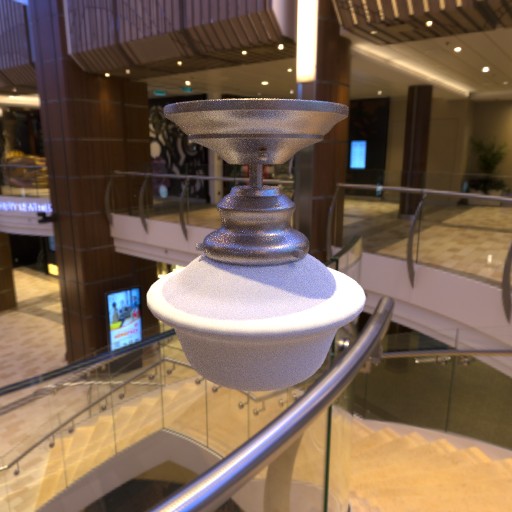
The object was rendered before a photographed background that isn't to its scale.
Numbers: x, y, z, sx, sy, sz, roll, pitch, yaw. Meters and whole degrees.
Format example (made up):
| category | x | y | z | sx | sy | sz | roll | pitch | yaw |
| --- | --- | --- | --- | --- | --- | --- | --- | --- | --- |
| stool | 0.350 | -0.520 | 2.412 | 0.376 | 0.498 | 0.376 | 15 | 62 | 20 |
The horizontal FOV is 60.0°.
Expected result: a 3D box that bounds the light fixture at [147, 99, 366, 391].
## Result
| category | x | y | z | sx | sy | sz | roll | pitch | yaw |
| --- | --- | --- | --- | --- | --- | --- | --- | --- | --- |
| light fixture | 0.000 | 0.000 | 0.401 | 0.199 | 0.254 | 0.199 | 0 | 13 | 0 |
